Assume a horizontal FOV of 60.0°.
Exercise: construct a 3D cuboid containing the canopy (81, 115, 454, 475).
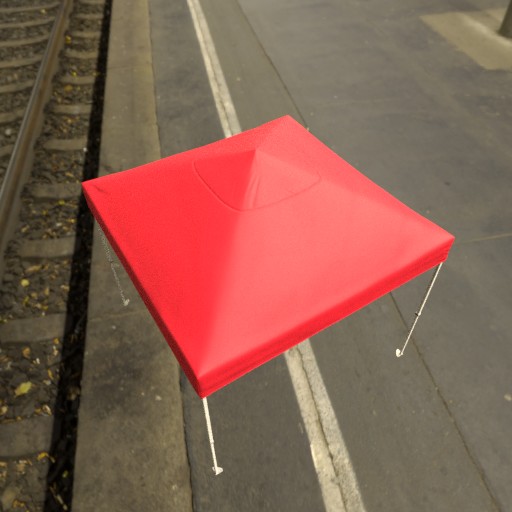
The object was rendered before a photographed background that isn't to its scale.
[{"bbox_3d":[0.000,0.000,5.408,2.996,2.997,2.998,-25,51,-22],"label":"canopy"}]
